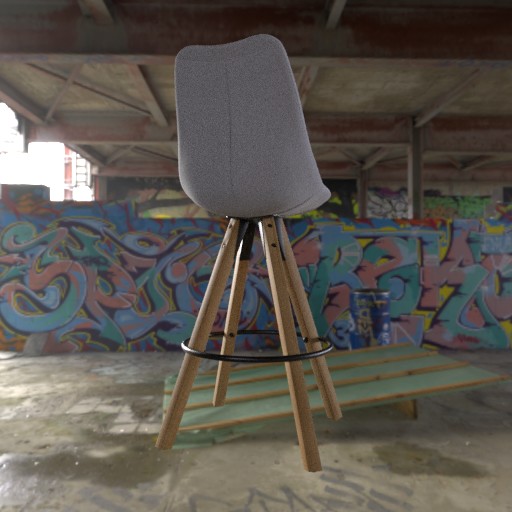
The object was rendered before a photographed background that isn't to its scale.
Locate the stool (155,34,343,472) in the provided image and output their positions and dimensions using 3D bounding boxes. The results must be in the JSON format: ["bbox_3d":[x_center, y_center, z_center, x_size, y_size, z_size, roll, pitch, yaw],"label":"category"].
[{"bbox_3d":[0.000,0.000,1.396,0.484,1.115,0.550,0,-1,18],"label":"stool"}]
